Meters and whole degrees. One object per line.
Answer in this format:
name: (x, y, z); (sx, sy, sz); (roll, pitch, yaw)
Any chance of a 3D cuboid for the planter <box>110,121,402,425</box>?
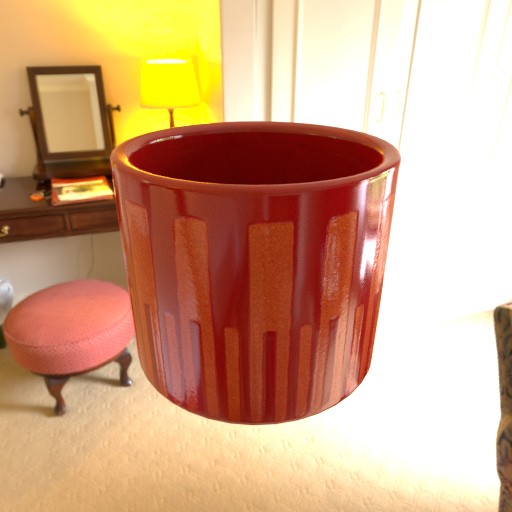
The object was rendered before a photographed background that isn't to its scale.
planter: (0.000, 0.000, 0.405); (0.230, 0.202, 0.230); (0, 26, 0)
